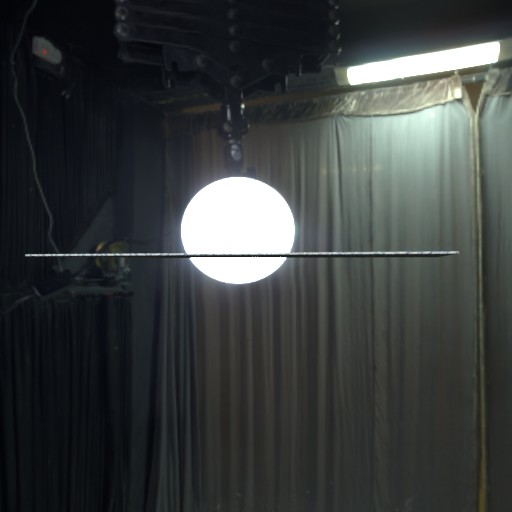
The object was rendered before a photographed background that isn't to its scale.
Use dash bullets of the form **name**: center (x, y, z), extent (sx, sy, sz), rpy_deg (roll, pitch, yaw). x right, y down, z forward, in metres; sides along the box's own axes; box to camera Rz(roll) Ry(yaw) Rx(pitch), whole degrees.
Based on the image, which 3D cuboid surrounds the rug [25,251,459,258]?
- **rug**: center (0.000, 0.000, 2.315), extent (1.824, 0.008, 1.220), rpy_deg (0, -1, 19)
